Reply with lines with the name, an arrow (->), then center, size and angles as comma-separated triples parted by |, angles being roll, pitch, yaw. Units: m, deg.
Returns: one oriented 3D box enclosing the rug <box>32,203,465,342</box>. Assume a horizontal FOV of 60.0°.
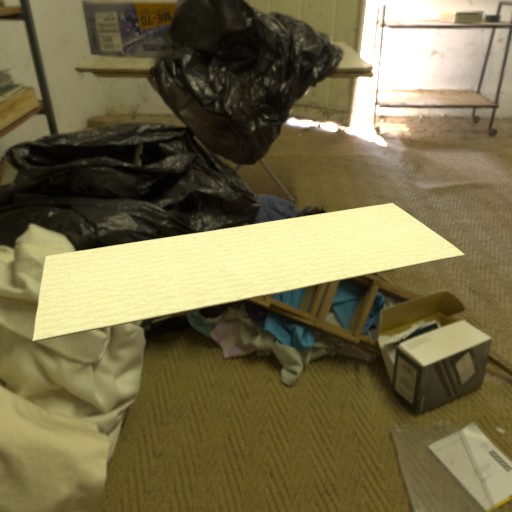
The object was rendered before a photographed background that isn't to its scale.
rug -> 0.000, 0.000, 2.701 | 2.450, 0.014, 0.793 | -10, 33, -15
